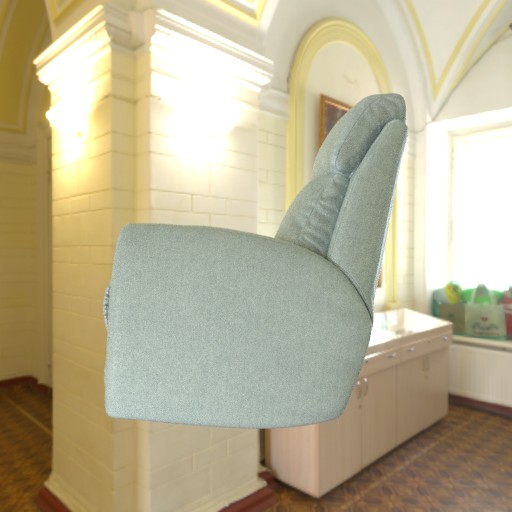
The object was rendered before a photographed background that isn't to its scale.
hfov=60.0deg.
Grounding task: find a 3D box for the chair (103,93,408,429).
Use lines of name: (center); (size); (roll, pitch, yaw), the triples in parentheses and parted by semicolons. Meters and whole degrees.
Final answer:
chair: (0.000, 0.000, 1.630); (0.940, 1.013, 0.812); (0, 0, 0)
